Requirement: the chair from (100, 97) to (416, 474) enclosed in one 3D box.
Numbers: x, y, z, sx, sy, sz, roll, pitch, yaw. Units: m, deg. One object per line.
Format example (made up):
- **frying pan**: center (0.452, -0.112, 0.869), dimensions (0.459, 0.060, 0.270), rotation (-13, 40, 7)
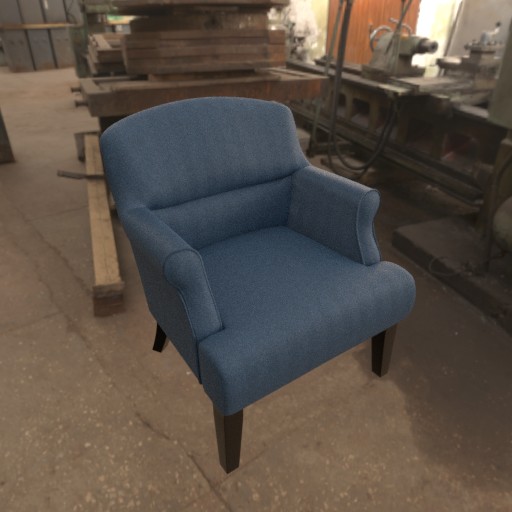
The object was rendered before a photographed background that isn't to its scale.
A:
- **chair**: center (0.000, 0.000, 1.437), dimensions (0.770, 0.878, 0.754), rotation (-19, 35, -30)
